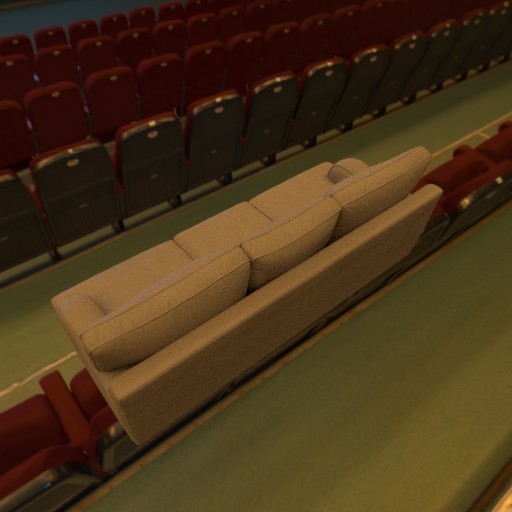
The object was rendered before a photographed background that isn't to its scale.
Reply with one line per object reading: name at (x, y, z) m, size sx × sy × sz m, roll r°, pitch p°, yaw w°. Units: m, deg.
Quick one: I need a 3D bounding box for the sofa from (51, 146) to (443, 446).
sofa at (0.000, 0.000, 2.798) m, size 2.323 × 0.991 × 1.016 m, roll -30°, pitch 52°, yaw -26°
